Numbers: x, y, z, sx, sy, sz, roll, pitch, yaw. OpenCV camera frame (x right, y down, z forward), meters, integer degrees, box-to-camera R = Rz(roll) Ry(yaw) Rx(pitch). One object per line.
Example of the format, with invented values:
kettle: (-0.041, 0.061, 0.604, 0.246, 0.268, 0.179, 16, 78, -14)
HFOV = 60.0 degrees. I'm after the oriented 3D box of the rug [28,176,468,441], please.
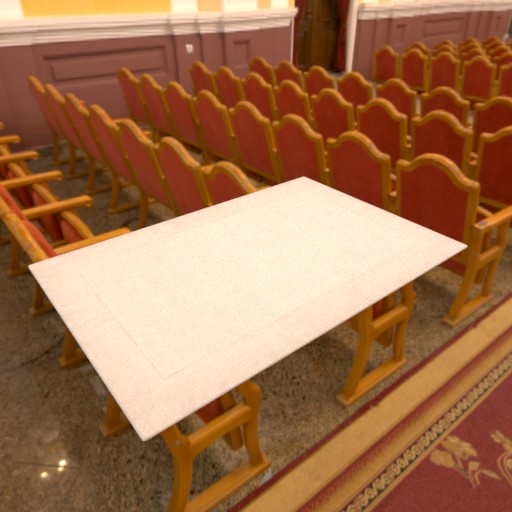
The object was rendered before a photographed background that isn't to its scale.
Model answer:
rug: (0.000, 0.000, 2.205, 1.829, 0.013, 1.219, -23, 38, -32)
